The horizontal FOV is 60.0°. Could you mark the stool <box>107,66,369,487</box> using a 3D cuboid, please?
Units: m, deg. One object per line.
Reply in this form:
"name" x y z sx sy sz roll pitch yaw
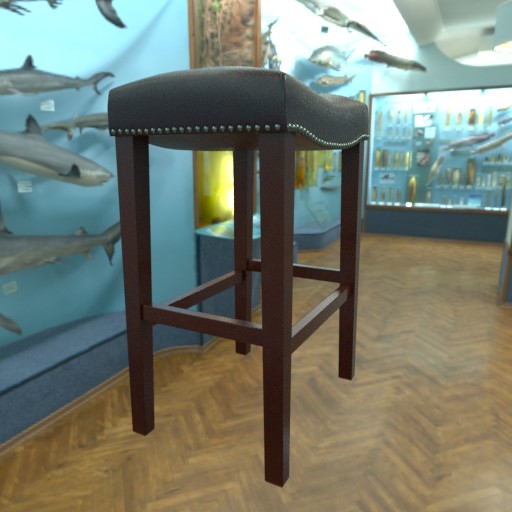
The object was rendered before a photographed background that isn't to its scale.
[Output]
"stool" 0.000 0.000 1.020 0.372 0.742 0.504 7 15 27
